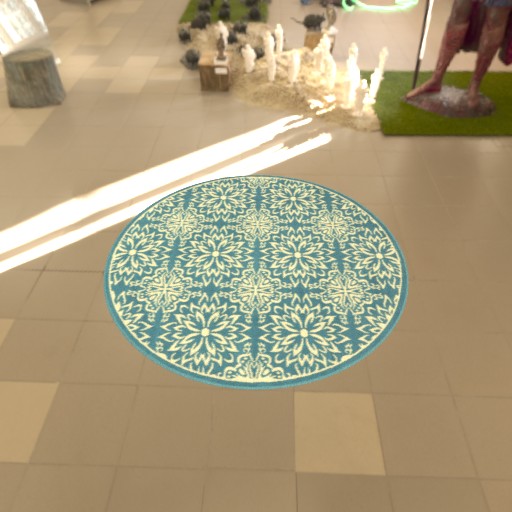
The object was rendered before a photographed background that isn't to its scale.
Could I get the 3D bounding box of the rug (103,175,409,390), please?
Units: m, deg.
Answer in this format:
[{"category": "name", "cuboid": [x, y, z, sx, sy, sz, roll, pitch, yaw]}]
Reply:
[{"category": "rug", "cuboid": [0.000, 0.000, 2.384, 1.593, 0.012, 1.593, 0, 43, 0]}]
